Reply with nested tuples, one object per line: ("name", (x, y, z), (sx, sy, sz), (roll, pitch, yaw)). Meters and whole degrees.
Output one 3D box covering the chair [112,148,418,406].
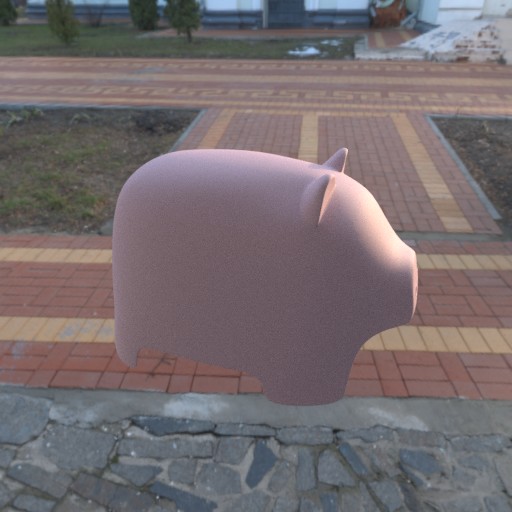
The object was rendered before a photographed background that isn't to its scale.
("chair", (0.000, 0.000, 0.880), (0.619, 0.423, 0.364), (10, 32, 17))
